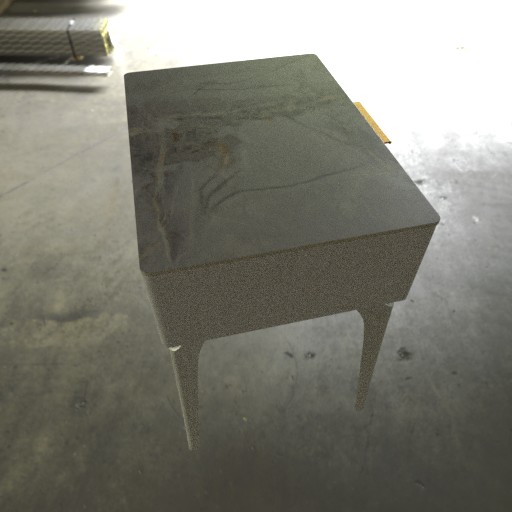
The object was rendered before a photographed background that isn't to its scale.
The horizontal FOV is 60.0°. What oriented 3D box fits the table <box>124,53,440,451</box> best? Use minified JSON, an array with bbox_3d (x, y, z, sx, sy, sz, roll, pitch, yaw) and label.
[{"bbox_3d":[0.000,0.000,0.897,0.400,0.570,0.500,-10,48,-9],"label":"table"}]
